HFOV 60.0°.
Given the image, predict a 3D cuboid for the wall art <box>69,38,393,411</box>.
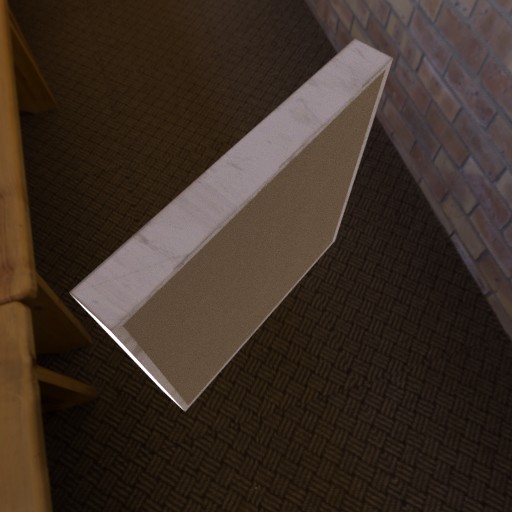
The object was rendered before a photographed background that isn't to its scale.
[{"bbox_3d":[0.000,0.000,0.450,0.038,0.303,0.305,37,68,17],"label":"wall art"}]
